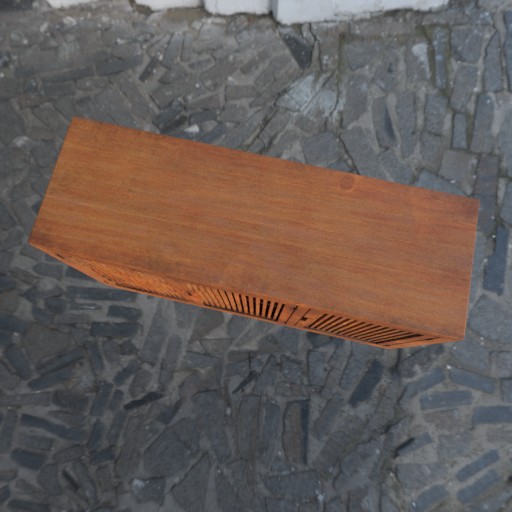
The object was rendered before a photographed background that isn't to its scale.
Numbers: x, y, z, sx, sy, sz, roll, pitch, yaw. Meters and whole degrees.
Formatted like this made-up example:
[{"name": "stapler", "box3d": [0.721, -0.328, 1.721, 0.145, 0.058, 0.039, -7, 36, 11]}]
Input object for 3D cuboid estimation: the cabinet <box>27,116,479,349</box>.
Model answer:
[{"name": "cabinet", "box3d": [0.000, 0.000, 1.627, 1.204, 0.805, 0.403, 12, 76, 3]}]
